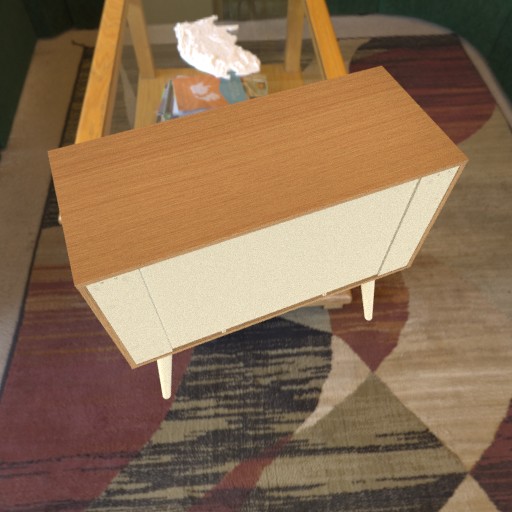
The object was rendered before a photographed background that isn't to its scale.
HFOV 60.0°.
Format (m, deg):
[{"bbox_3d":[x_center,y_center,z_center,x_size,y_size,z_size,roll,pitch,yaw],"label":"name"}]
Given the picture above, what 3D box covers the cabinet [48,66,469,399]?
[{"bbox_3d":[0.000,0.000,1.637,1.057,1.016,0.470,-18,58,-12],"label":"cabinet"}]
